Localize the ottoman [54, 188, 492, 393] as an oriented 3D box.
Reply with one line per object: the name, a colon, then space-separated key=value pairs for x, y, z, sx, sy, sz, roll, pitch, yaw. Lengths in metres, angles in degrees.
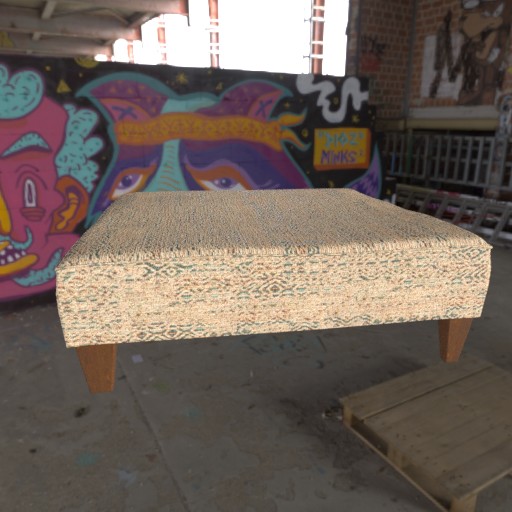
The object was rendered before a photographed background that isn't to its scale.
ottoman: x=0.000 y=0.000 z=1.470 sx=1.004 sy=0.356 sz=0.968 roll=-3 pitch=17 yaw=-9
